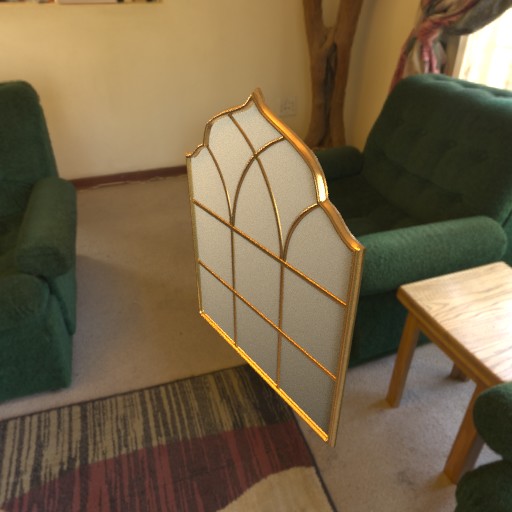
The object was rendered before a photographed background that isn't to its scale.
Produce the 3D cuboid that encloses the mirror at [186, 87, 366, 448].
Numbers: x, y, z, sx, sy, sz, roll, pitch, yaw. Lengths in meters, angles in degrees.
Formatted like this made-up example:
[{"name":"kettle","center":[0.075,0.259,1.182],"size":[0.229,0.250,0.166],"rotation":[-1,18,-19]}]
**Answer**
[{"name":"mirror","center":[0.000,0.000,0.877],"size":[0.018,0.635,0.513],"rotation":[-22,38,-30]}]
